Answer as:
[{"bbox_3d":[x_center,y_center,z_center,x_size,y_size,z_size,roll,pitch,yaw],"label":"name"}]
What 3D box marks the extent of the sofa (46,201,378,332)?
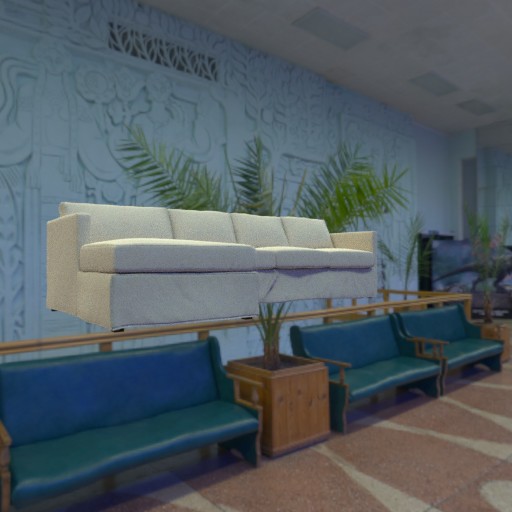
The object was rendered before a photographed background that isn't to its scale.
[{"bbox_3d":[0.000,0.000,3.981,3.205,0.922,1.650,0,-1,-37],"label":"sofa"}]
